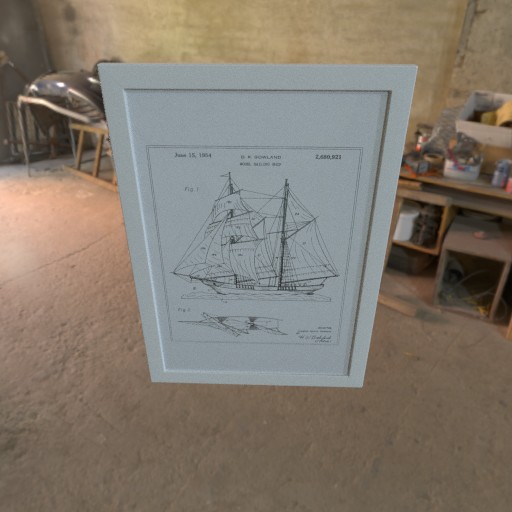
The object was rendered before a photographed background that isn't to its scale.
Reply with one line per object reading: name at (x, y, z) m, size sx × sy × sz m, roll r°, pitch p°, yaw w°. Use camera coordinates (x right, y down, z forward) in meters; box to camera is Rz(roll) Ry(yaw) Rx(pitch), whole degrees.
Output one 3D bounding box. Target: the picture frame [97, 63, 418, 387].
picture frame at (0.000, 0.000, 0.666) m, size 0.381 × 0.534 × 0.012 m, roll 1°, pitch 31°, yaw 2°
